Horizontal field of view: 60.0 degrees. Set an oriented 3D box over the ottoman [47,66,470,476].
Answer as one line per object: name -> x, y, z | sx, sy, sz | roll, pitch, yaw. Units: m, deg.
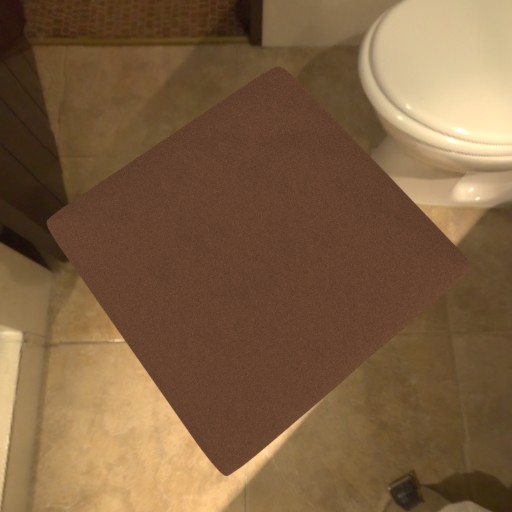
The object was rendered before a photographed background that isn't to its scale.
ottoman -> 0.000, 0.000, 1.829 | 1.181, 0.470, 1.181 | -37, 77, -10
